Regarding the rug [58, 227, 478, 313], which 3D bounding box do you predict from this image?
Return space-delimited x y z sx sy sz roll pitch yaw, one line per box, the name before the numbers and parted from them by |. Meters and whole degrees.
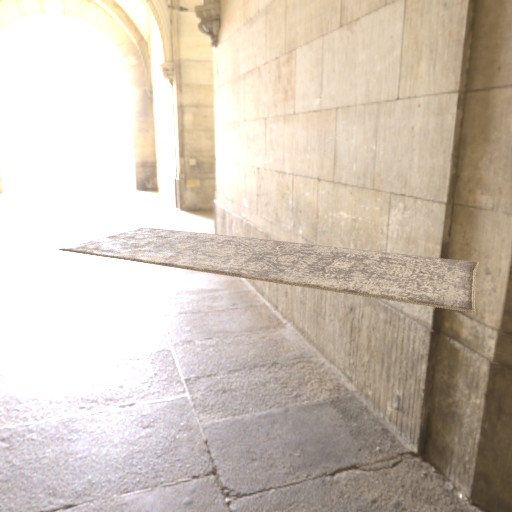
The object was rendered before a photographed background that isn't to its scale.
rug | 0.000 0.000 2.715 2.452 0.017 0.855 7 16 25
